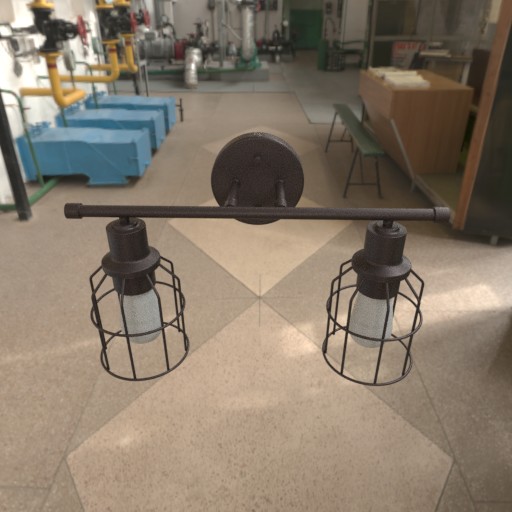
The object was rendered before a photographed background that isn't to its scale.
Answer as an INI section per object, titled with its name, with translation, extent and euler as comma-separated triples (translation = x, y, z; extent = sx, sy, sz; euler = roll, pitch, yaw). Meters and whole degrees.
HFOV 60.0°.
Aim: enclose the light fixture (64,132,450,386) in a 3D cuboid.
[light fixture]
translation = 0.000, 0.000, 0.531
extent = 0.406, 0.254, 0.165
euler = 1, 30, 1
